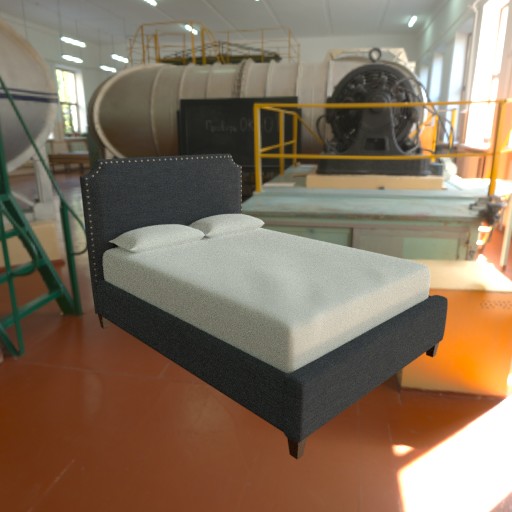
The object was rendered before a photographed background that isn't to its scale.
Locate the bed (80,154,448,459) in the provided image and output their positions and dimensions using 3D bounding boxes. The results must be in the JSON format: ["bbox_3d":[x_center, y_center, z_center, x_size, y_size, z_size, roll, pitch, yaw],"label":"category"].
[{"bbox_3d":[0.000,0.000,3.470,1.713,1.443,2.372,-15,21,-42],"label":"bed"}]
